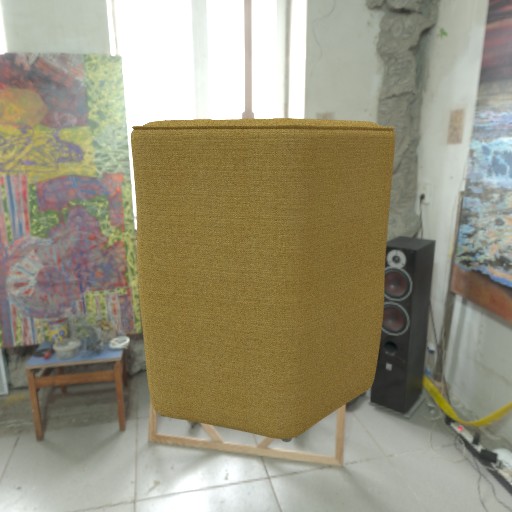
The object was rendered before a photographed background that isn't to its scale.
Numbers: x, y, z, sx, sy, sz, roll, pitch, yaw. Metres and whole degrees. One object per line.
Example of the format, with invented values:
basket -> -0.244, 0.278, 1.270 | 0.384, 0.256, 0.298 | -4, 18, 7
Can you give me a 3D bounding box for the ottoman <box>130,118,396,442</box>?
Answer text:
ottoman -> 0.000, 0.000, 0.869 | 0.494, 0.502, 0.443 | -14, 20, -41
